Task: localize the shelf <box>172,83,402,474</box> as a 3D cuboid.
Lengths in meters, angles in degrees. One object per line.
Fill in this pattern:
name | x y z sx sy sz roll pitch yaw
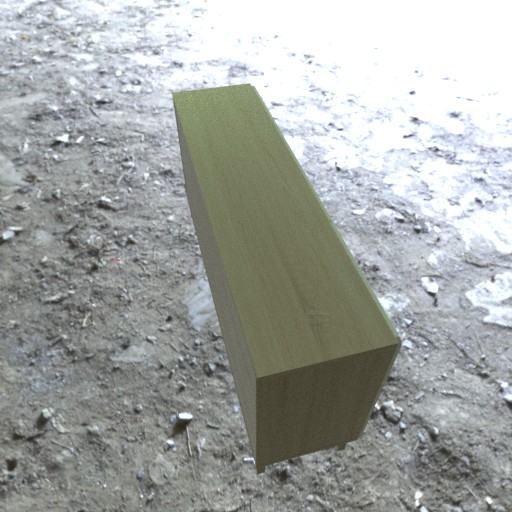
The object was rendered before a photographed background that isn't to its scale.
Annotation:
shelf | 0.000 0.000 1.866 0.400 0.780 1.490 -11 48 -10
